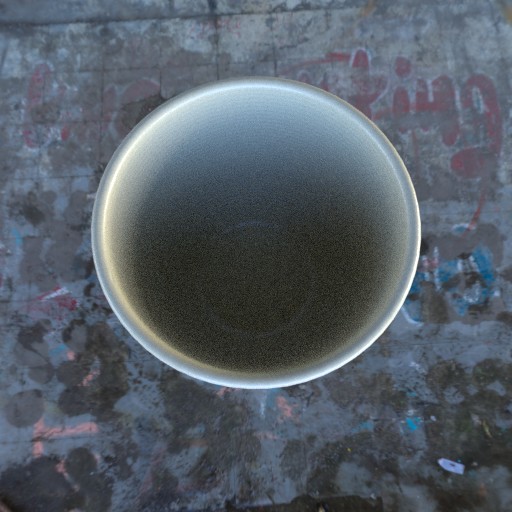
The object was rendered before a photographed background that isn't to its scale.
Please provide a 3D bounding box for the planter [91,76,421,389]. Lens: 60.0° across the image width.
[{"bbox_3d":[0.000,0.000,0.368,0.206,0.190,0.206,0,75,0],"label":"planter"}]
